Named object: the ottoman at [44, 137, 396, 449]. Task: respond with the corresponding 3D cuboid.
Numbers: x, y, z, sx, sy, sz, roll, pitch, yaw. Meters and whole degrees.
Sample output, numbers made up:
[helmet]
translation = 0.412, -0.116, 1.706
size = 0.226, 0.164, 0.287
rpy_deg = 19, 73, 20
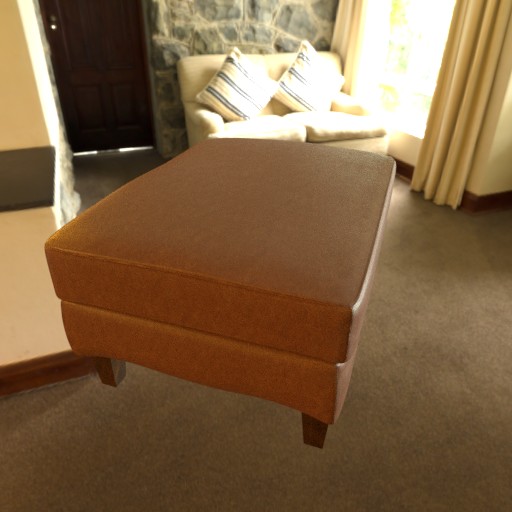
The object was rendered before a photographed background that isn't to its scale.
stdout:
[ottoman]
translation = 0.000, 0.000, 1.220
size = 0.650, 0.485, 0.851
rpy_deg = 10, 32, 17
